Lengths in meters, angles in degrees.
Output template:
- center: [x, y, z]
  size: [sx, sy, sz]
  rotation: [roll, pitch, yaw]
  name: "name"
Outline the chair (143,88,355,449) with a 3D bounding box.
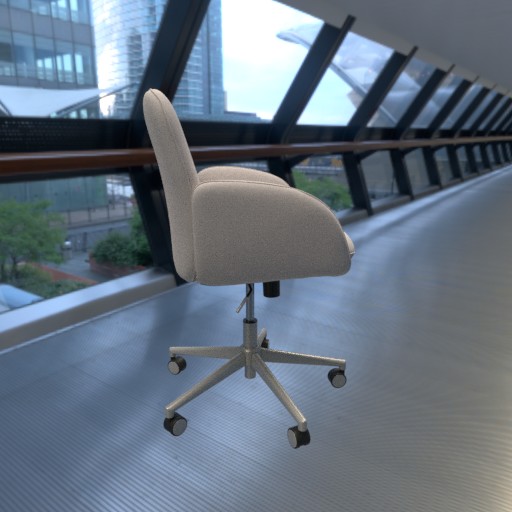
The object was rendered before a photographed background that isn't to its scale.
- center: [0.000, 0.000, 1.399]
  size: [0.633, 0.959, 0.648]
  rotation: [-2, 14, -9]
  name: "chair"
